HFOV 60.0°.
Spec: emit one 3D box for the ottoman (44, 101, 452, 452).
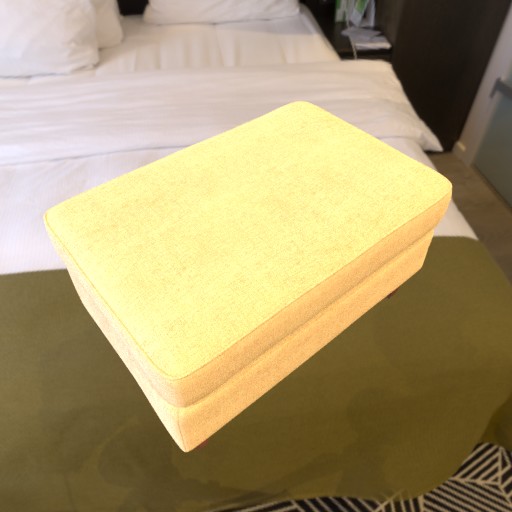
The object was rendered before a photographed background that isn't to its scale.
[{"bbox_3d":[0.000,0.000,1.213,0.862,0.484,0.583,-31,54,-26],"label":"ottoman"}]
